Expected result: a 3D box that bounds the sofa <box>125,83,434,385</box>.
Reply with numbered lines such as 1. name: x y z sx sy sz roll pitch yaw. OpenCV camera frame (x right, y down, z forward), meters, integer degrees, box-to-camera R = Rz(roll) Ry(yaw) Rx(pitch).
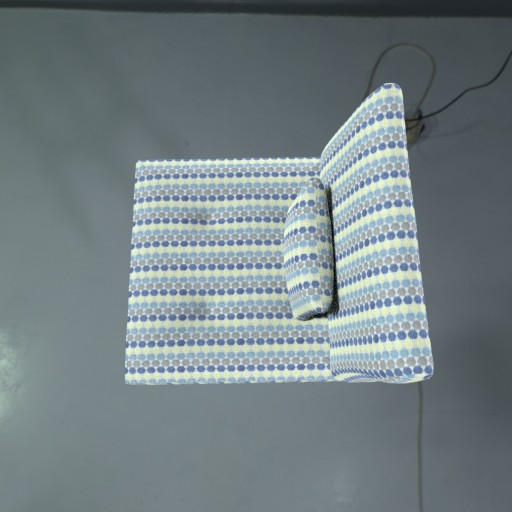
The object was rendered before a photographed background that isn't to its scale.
1. sofa: 0.000 0.000 1.663 1.000 0.830 0.930 -1 75 0
